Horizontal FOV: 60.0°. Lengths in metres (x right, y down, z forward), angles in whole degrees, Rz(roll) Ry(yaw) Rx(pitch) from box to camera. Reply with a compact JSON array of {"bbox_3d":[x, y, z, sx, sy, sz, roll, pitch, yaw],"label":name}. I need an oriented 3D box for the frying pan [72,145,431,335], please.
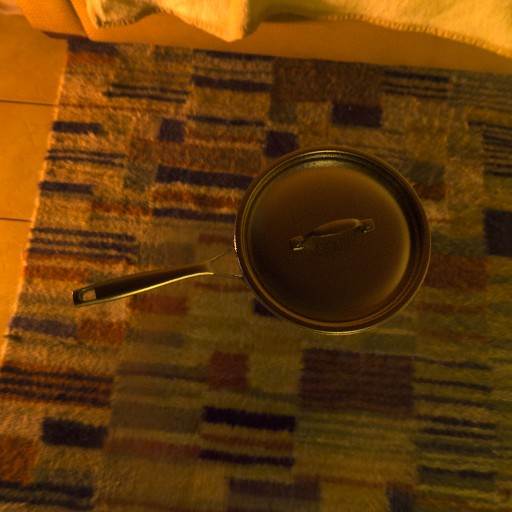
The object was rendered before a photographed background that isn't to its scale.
[{"bbox_3d":[0.000,0.000,0.615,0.490,0.086,0.272,-14,76,-4],"label":"frying pan"}]
